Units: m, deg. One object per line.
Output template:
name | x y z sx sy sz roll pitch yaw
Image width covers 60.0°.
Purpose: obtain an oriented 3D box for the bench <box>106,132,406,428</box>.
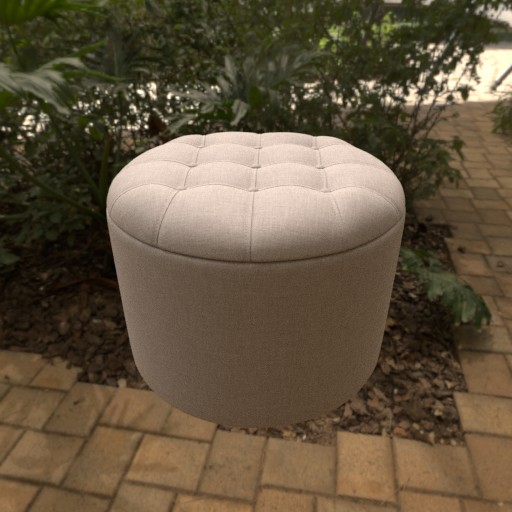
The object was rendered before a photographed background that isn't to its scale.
bench | 0.000 0.000 0.996 0.600 0.453 0.600 0 30 0
